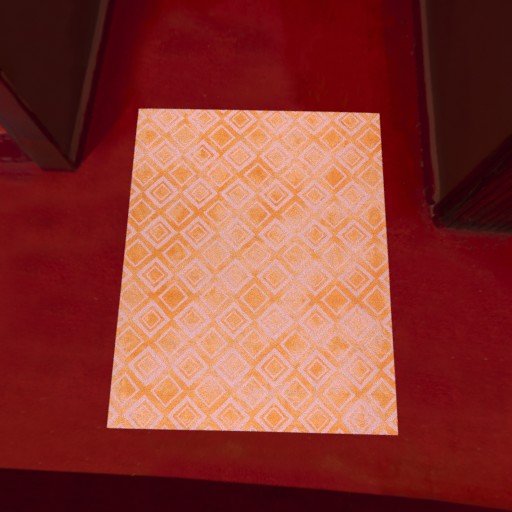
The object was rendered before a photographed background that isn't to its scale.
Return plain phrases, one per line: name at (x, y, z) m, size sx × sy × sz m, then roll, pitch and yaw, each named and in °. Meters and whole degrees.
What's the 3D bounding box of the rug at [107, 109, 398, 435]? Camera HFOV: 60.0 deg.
rug at (0.000, 0.000, 4.091) m, size 2.433 × 0.011 × 3.037 m, roll 1°, pitch 75°, yaw 0°
